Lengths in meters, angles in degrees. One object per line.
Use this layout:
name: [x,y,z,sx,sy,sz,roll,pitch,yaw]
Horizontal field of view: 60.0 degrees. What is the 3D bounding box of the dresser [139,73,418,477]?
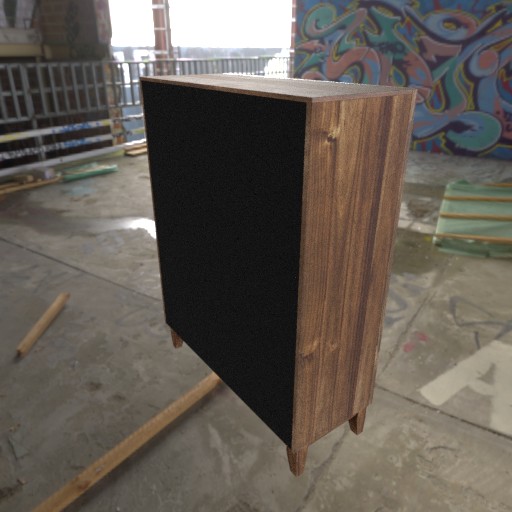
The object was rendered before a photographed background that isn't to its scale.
dresser: [0.000,0.000,1.897,0.442,1.393,1.062,-18,30,-33]
